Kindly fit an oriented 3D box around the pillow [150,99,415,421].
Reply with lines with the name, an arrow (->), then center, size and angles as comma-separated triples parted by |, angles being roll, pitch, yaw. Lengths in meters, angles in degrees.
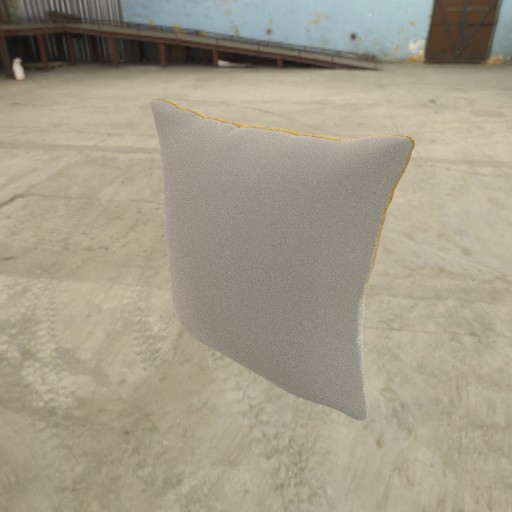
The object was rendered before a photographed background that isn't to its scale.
pillow -> 0.000, 0.000, 0.721 | 0.450, 0.450, 0.211 | 21, 35, 33
